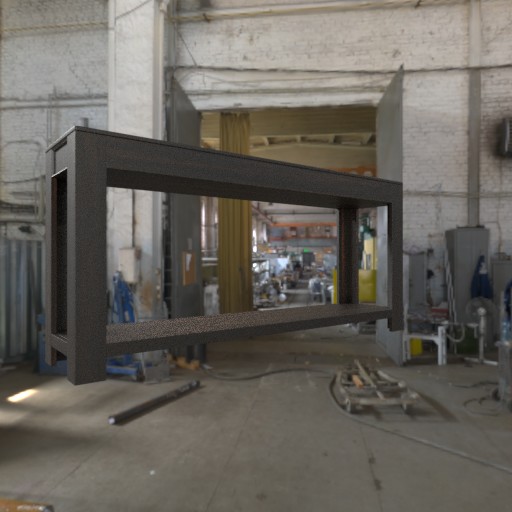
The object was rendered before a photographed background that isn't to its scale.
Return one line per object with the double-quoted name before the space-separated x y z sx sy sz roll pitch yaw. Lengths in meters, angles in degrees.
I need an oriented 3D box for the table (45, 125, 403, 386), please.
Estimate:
"table" 0.000 0.000 1.942 1.631 0.762 0.384 0 0 -38
